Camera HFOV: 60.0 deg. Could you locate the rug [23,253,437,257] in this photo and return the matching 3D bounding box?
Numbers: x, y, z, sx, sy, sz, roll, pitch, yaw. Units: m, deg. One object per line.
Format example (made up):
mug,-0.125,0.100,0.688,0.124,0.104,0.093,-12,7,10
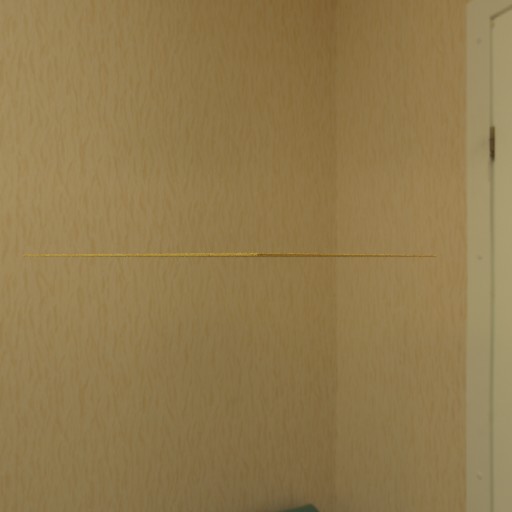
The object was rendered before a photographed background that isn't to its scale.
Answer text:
rug,0.000,0.000,4.292,2.486,0.015,3.242,0,0,37
